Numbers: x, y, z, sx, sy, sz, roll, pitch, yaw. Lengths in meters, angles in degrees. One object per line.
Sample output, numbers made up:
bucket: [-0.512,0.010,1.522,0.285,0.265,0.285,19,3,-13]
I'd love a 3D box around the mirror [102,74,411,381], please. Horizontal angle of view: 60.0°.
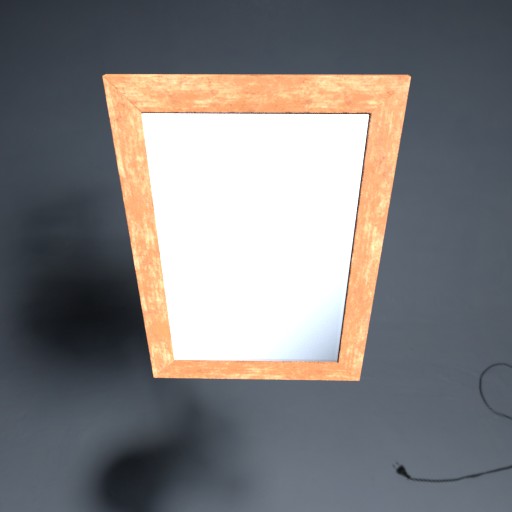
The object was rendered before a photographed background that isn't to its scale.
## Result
mirror: [0.000,0.000,1.436,0.796,1.099,0.028,1,31,1]
